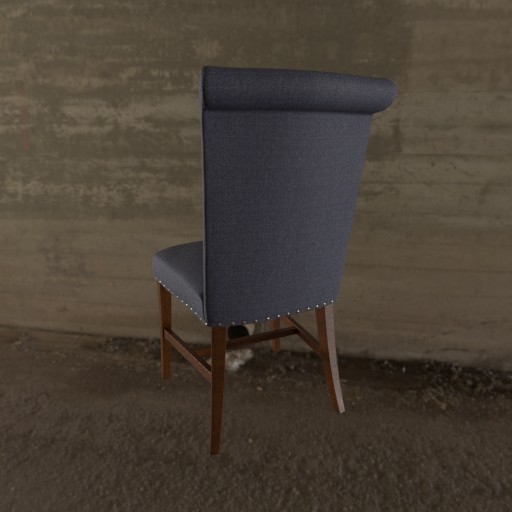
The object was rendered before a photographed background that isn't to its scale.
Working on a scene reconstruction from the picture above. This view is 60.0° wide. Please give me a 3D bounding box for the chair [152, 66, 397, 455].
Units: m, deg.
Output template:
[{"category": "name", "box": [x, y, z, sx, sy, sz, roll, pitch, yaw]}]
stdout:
[{"category": "chair", "box": [0.000, 0.000, 1.347, 0.513, 0.988, 0.608, -8, 17, -26]}]
